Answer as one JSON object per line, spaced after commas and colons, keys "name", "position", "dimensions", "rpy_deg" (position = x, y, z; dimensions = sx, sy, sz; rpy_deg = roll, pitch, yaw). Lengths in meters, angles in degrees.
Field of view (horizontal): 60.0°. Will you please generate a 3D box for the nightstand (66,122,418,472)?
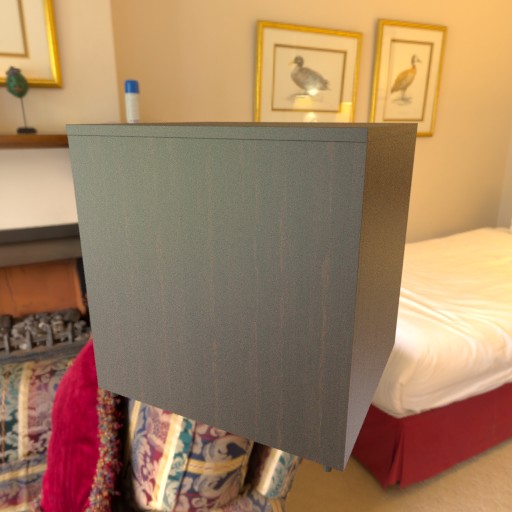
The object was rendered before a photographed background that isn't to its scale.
{"name": "nightstand", "position": [0.000, 0.000, 0.803], "dimensions": [0.461, 0.460, 0.400], "rpy_deg": [8, 19, 25]}
